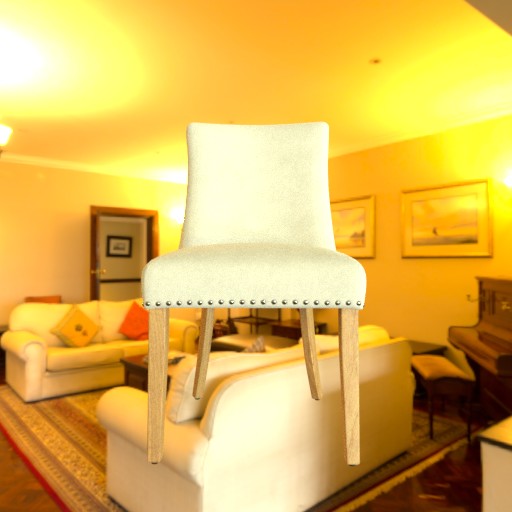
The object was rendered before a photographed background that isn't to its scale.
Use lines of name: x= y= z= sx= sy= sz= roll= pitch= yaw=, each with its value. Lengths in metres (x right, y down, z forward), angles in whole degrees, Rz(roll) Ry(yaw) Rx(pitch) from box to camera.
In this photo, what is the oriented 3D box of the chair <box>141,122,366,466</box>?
chair: x=0.000 y=0.000 z=1.235 sx=0.495 sy=0.902 sz=0.610 roll=0 pitch=-1 yaw=1
